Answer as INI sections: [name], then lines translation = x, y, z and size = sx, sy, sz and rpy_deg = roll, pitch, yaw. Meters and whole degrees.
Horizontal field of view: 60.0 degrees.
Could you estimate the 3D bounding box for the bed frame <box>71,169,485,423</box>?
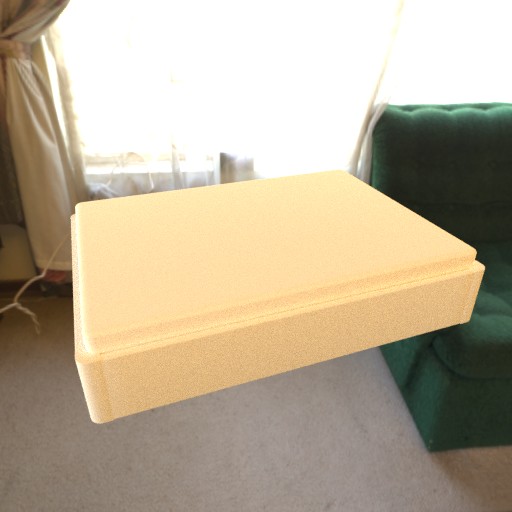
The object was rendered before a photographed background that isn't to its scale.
[bed frame]
translation = 0.000, 0.000, 2.491
size = 1.900, 0.406, 1.400
rpy_deg = -11, 31, -18
